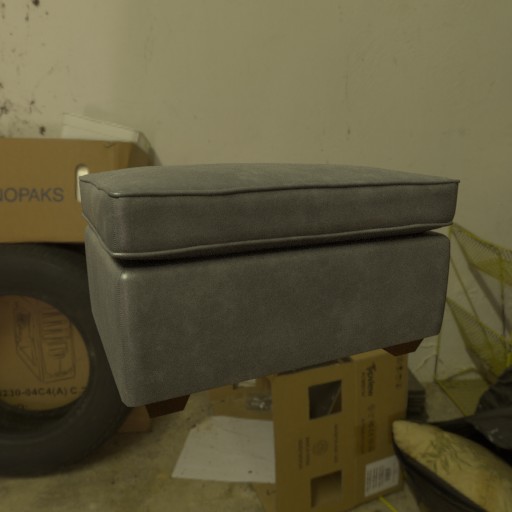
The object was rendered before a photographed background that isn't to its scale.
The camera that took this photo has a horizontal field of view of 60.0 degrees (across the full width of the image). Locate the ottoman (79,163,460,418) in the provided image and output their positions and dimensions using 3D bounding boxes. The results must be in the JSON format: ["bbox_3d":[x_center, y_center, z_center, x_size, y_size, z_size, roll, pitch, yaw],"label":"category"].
[{"bbox_3d":[0.000,0.000,1.086,0.756,0.445,0.554,-6,15,-25],"label":"ottoman"}]
